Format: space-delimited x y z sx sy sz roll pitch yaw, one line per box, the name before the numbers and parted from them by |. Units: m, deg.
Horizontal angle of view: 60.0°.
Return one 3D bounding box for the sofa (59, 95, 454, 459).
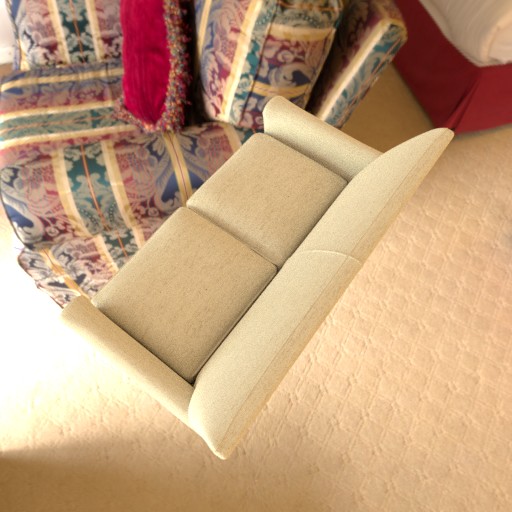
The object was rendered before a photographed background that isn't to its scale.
sofa | 0.000 0.000 1.999 0.891 0.892 1.482 34 68 16
